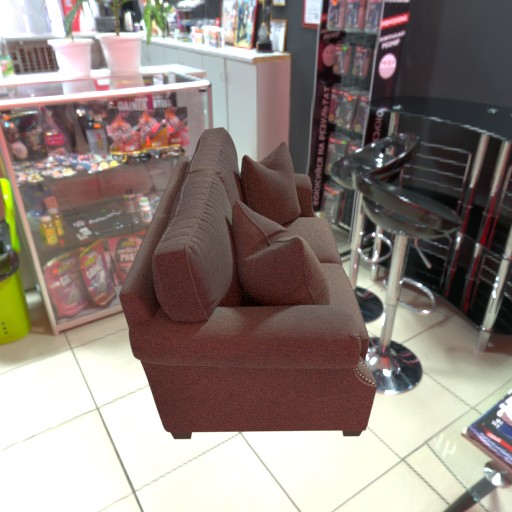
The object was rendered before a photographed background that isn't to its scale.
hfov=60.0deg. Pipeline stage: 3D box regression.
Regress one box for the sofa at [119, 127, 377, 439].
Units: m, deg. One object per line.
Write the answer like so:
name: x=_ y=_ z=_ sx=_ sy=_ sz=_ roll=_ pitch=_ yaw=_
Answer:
sofa: x=0.000 y=0.000 z=2.328 sx=0.966 sy=0.966 sz=1.701 roll=0 pitch=30 yaw=-1
